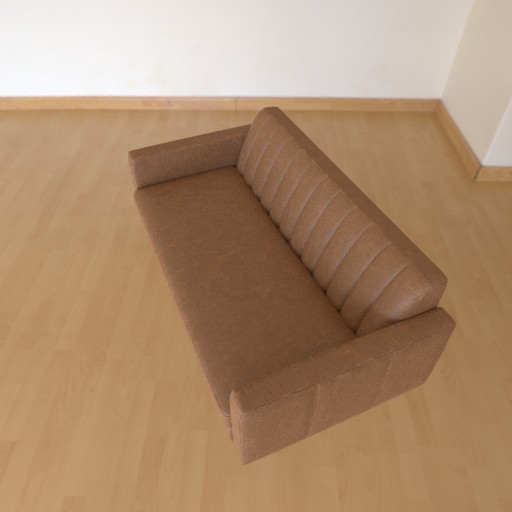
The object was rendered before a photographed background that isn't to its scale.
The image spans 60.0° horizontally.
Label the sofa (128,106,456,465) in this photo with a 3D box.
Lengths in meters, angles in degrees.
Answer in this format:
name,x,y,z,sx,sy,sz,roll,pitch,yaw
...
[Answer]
name,x,y,z,sx,sy,sz,roll,pitch,yaw
sofa,0.000,0.000,2.402,0.993,0.821,1.847,-17,48,-16
